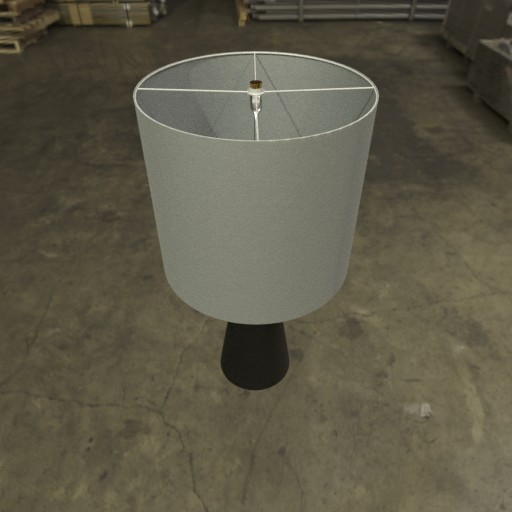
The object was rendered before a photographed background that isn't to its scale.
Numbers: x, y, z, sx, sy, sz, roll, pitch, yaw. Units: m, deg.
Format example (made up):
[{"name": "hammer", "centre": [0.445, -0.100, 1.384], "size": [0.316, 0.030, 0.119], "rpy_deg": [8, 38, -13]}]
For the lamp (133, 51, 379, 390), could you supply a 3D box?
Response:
[{"name": "lamp", "centre": [0.000, 0.000, 0.752], "size": [0.308, 0.580, 0.308], "rpy_deg": [-1, 40, -1]}]
